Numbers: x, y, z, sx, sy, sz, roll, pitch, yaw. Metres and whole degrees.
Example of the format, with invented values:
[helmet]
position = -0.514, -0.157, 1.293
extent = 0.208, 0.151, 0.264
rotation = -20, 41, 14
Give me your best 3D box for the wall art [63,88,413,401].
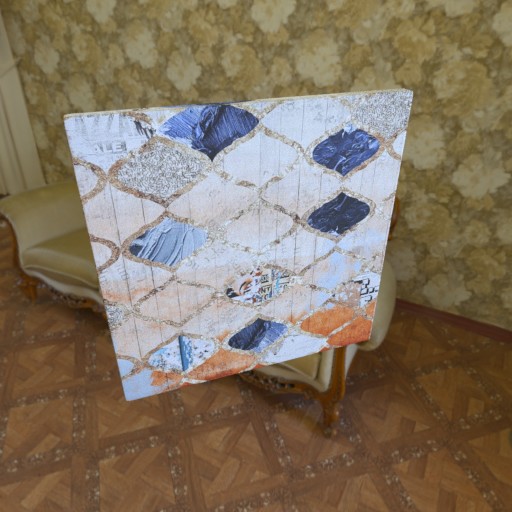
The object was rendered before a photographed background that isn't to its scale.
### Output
[wall art]
position = 0.000, 0.000, 1.352
extent = 0.912, 0.914, 0.039
rotation = -10, 33, -16
